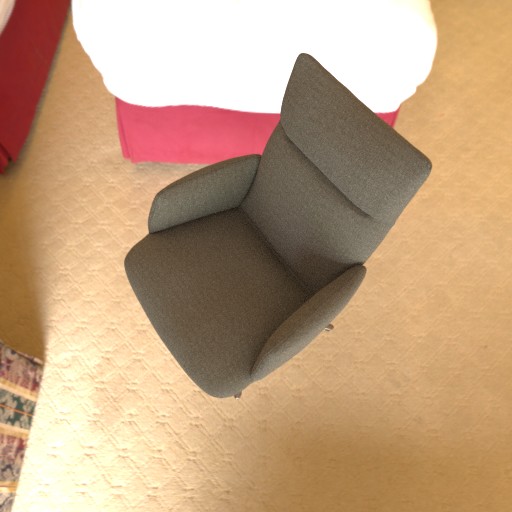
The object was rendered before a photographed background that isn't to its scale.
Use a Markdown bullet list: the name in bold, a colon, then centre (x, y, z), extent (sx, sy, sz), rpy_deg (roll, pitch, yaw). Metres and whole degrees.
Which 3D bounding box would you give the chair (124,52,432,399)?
- **chair**: centre (0.000, 0.000, 1.531), extent (0.831, 0.984, 0.702), rpy_deg (-33, 67, -16)
